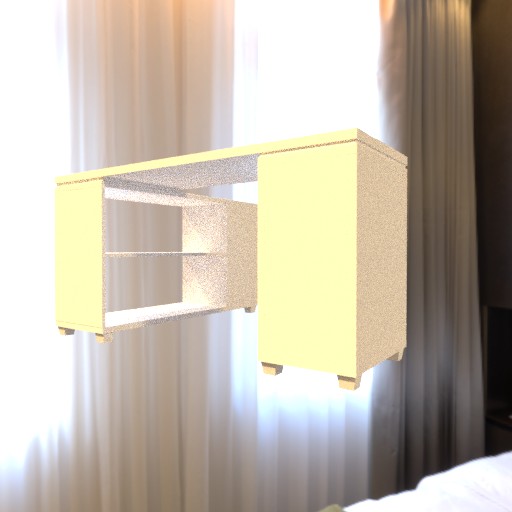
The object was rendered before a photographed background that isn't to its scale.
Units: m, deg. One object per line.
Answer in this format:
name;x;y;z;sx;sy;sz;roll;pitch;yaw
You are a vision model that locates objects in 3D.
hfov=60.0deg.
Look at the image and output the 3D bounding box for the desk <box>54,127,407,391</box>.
desk;0.000;0.000;2.189;1.524;0.759;1.199;1;1;35
